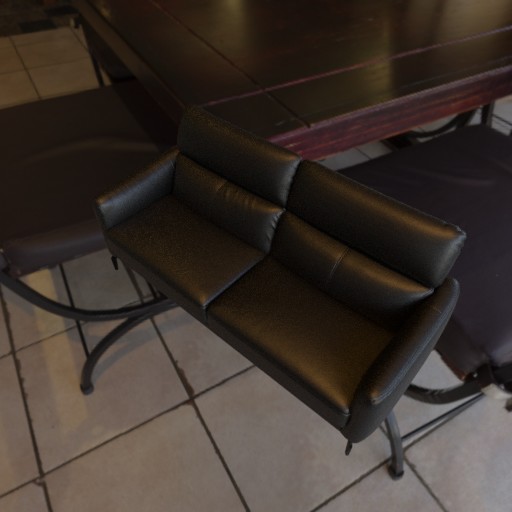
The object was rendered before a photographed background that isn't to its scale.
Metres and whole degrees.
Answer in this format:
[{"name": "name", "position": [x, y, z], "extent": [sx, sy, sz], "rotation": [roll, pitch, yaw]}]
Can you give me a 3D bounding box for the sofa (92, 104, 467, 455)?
[{"name": "sofa", "position": [0.000, 0.000, 2.536], "extent": [2.069, 0.957, 0.856], "rotation": [32, 54, 27]}]
